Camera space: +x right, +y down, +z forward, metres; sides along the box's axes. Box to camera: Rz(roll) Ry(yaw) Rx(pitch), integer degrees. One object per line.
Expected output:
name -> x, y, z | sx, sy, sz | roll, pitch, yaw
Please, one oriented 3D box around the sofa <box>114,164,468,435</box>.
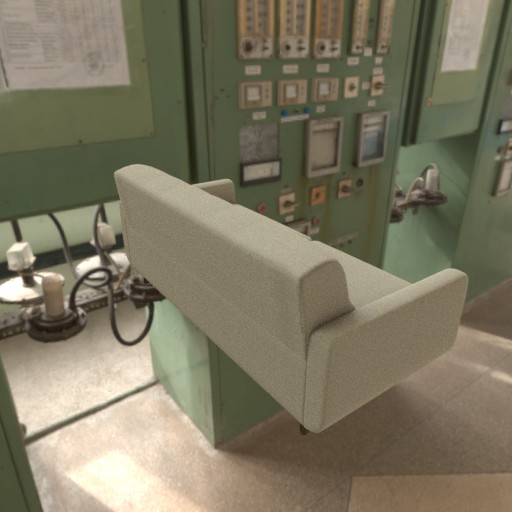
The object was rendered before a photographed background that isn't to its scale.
sofa -> 0.000, 0.000, 2.680 | 0.980, 0.892, 2.137 | -17, 30, -32
